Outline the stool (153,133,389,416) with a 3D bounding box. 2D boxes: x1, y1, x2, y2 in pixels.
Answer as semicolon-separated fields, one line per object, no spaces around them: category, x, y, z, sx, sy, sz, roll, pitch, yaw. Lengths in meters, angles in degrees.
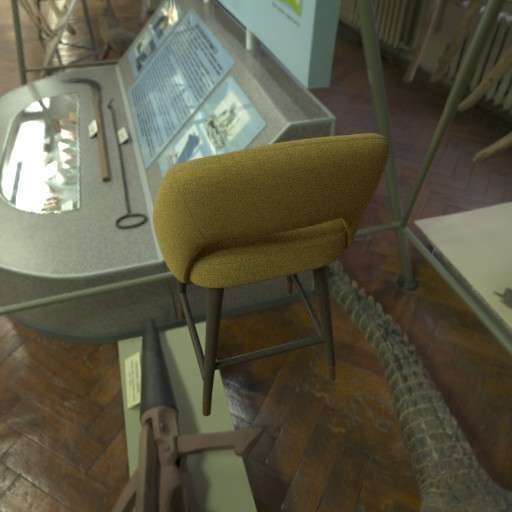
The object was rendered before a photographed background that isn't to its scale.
stool;0.000;0.000;1.278;0.536;0.939;0.522;-11;43;-13
